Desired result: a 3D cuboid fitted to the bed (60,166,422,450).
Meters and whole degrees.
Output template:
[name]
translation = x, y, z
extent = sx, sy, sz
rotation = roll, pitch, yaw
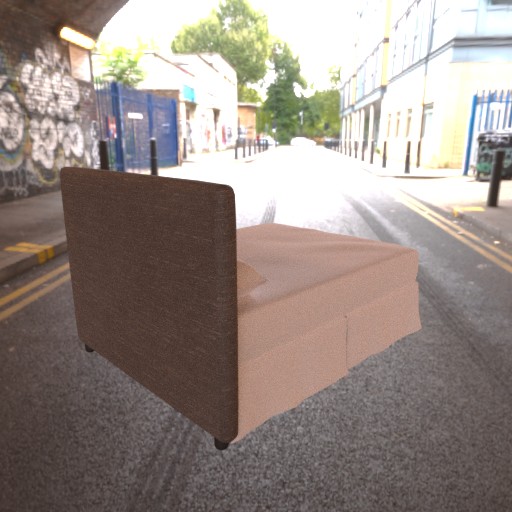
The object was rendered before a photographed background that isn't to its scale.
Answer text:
[bed]
translation = 0.000, 0.000, 3.268
extent = 2.142, 1.330, 1.723
rotation = -15, 21, -43
